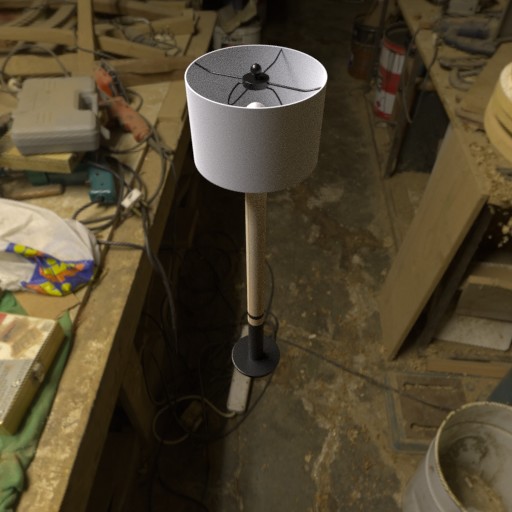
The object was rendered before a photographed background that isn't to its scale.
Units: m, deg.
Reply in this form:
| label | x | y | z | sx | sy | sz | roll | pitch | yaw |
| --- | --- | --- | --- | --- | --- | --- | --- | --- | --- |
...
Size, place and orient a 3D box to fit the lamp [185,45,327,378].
| label | x | y | z | sx | sy | sz | roll | pitch | yaw |
| --- | --- | --- | --- | --- | --- | --- | --- | --- | --- |
| lamp | 0.000 | 0.000 | 1.709 | 0.381 | 1.478 | 0.381 | 3 | 47 | 3 |
